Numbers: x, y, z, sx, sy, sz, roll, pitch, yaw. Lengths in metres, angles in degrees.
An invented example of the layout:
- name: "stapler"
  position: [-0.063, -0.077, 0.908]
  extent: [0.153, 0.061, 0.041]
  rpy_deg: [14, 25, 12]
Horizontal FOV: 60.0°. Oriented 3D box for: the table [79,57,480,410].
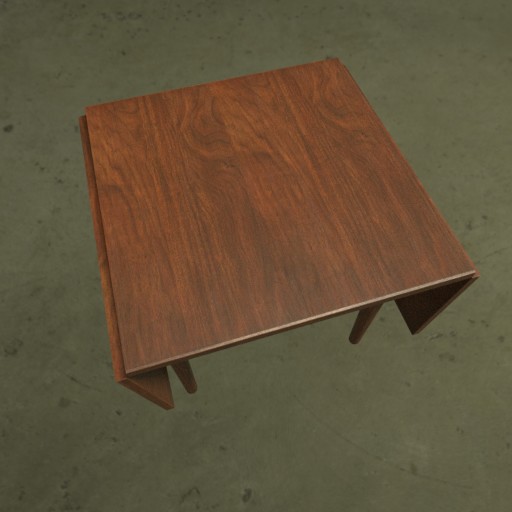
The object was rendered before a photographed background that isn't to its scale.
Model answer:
- name: "table"
  position: [0.000, 0.000, 1.460]
  extent: [0.843, 0.763, 0.812]
  rpy_deg: [-15, 60, -9]
